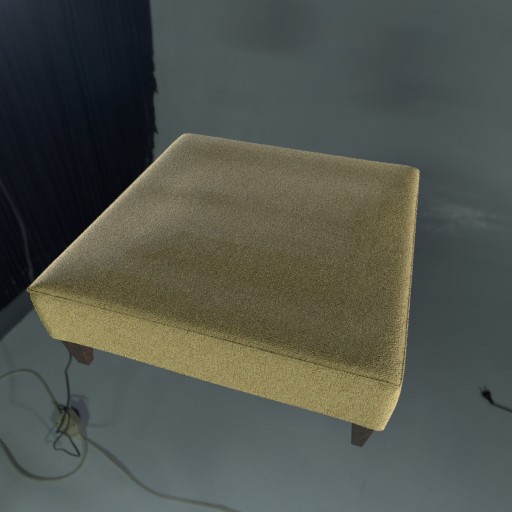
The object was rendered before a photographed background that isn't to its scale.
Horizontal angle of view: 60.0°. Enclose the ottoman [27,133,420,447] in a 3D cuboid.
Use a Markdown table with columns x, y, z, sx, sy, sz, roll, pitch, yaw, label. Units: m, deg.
| x | y | z | sx | sy | sz | roll | pitch | yaw | label |
| --- | --- | --- | --- | --- | --- | --- | --- | --- | --- |
| 0.000 | 0.000 | 1.493 | 0.970 | 0.378 | 0.981 | 12 | 42 | 13 | ottoman |
